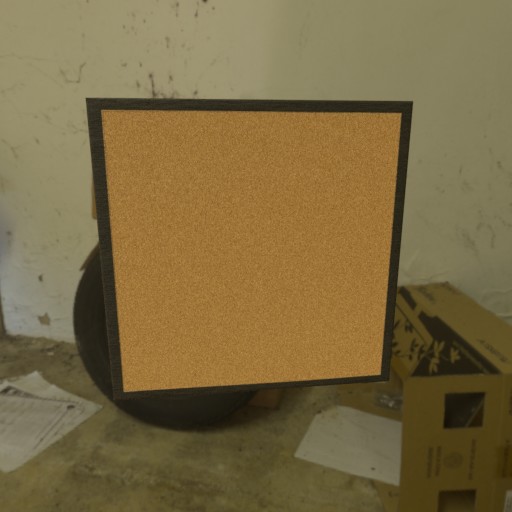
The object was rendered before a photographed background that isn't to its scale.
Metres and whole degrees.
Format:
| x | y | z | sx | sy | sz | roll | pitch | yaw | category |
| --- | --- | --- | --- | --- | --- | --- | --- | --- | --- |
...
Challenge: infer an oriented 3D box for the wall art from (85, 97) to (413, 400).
| x | y | z | sx | sy | sz | roll | pitch | yaw | category |
| --- | --- | --- | --- | --- | --- | --- | --- | --- | --- |
| 0.000 | 0.000 | 1.036 | 0.695 | 0.691 | 0.029 | -2 | 15 | -7 | wall art |
